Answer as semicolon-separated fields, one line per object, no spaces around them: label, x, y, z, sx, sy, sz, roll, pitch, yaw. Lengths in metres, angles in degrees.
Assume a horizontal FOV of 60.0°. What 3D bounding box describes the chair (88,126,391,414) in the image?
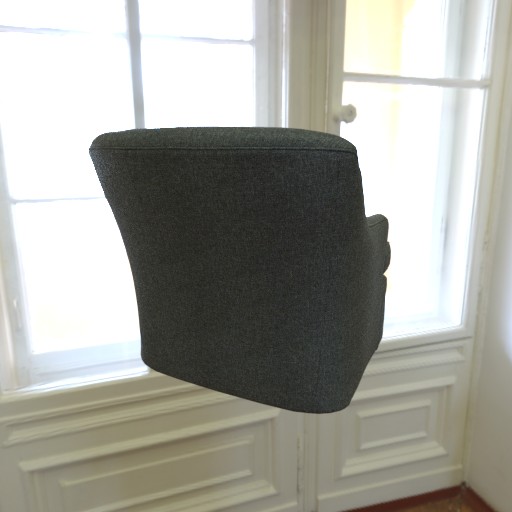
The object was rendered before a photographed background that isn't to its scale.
chair;0.000;0.000;1.576;0.864;0.856;0.923;7;16;27
